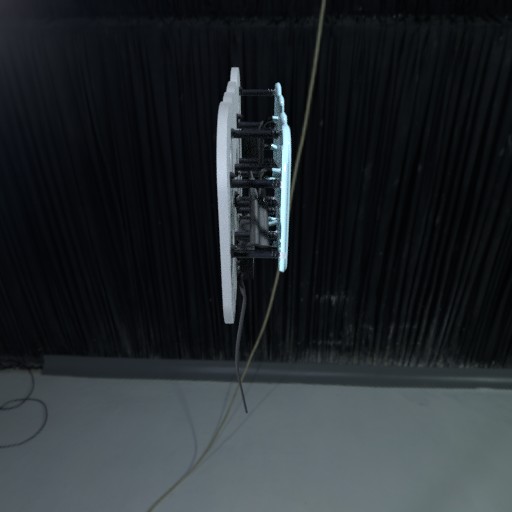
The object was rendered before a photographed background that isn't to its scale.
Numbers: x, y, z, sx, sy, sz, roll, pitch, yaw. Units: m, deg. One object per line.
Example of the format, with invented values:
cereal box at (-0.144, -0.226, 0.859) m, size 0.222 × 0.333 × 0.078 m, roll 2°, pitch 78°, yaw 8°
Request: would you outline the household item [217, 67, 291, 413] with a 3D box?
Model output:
household item at (0.000, 0.000, 0.398) m, size 0.042 × 0.294 × 0.211 m, roll 0°, pitch 31°, yaw 0°
